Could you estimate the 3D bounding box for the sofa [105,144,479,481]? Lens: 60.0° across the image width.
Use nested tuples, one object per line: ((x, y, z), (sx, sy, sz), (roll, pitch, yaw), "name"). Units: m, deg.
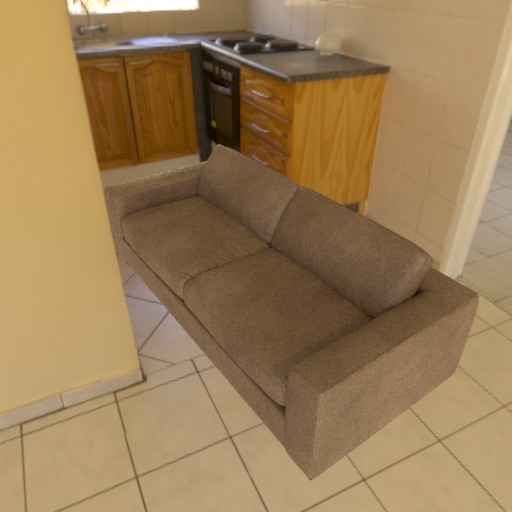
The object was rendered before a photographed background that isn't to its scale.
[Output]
((0.000, 0.000, 2.712), (1.070, 0.801, 2.262), (-22, 39, -29), "sofa")
